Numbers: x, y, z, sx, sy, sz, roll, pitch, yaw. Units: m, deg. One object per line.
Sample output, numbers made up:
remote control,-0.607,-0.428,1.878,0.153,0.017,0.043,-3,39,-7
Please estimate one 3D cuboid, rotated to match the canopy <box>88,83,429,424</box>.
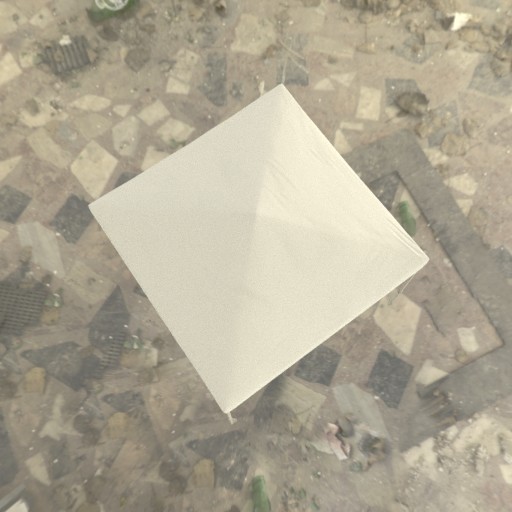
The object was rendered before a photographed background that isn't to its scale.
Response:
canopy,0.000,0.000,6.462,3.599,3.600,3.600,-35,78,-8
